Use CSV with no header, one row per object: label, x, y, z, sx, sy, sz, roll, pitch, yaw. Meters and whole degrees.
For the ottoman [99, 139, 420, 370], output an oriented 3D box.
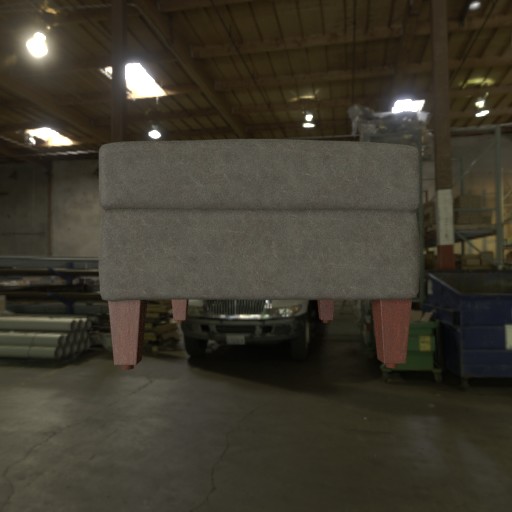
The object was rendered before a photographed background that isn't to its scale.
ottoman,0.000,0.000,1.252,0.639,0.464,0.839,0,-1,-2
